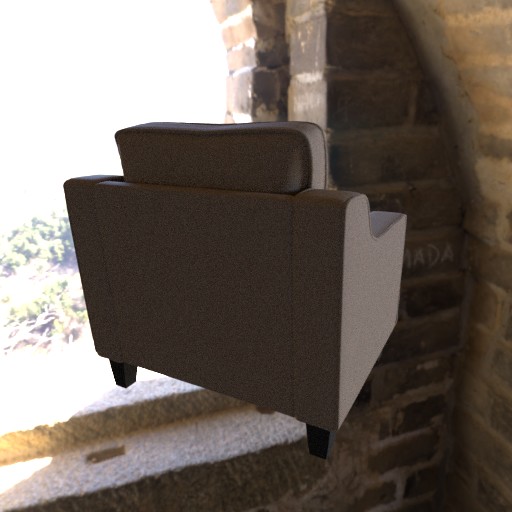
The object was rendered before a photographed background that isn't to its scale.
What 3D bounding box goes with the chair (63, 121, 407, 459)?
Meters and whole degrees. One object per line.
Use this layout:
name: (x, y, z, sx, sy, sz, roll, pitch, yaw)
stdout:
chair: (0.000, 0.000, 1.639, 0.922, 0.948, 0.882, 9, 18, 27)
